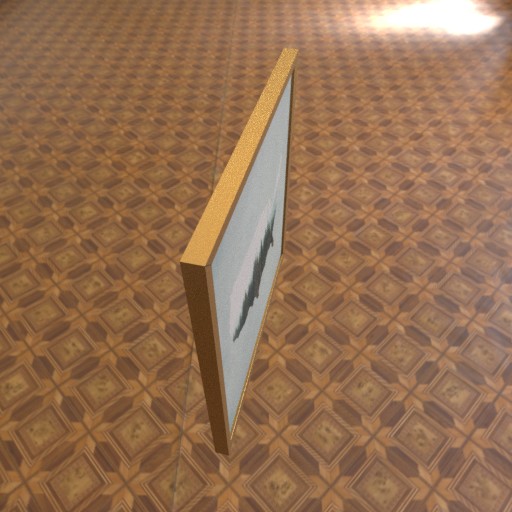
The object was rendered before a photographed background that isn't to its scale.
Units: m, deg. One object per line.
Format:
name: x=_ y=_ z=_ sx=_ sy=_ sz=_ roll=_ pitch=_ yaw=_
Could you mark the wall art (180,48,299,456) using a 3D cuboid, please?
wall art: x=0.000 y=0.000 z=1.160 sx=0.038 sy=0.762 sz=0.762 roll=10 pitch=48 yaw=9
